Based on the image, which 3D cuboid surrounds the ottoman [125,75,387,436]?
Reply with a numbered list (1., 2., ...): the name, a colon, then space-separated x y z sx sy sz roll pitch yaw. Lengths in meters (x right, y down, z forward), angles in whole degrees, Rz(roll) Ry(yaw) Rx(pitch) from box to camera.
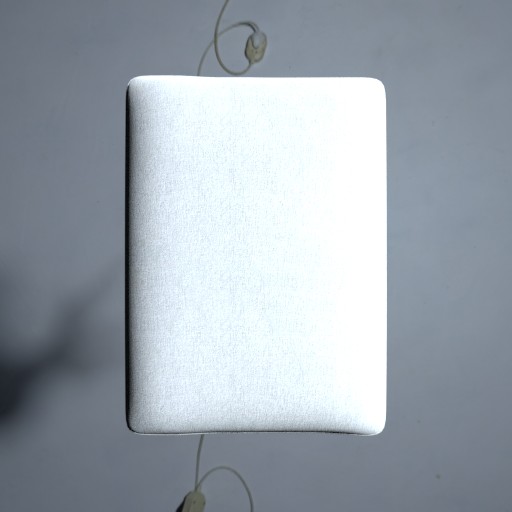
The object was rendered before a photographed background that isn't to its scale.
1. ottoman: 0.000 0.000 1.057 0.549 0.428 0.749 0 90 1
